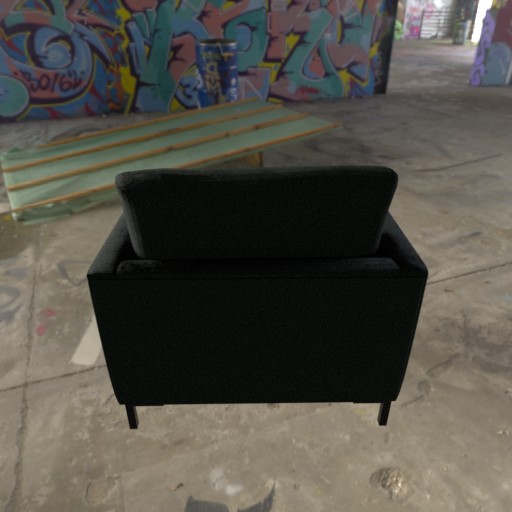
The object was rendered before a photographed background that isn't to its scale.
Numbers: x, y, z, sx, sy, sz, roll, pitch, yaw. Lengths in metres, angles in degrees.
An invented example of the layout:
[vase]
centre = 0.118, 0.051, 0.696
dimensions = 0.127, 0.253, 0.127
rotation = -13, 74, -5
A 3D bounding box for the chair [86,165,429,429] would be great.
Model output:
[chair]
centre = 0.000, 0.000, 1.656
dimensions = 0.963, 0.861, 0.866
rotation = 0, 30, -1
